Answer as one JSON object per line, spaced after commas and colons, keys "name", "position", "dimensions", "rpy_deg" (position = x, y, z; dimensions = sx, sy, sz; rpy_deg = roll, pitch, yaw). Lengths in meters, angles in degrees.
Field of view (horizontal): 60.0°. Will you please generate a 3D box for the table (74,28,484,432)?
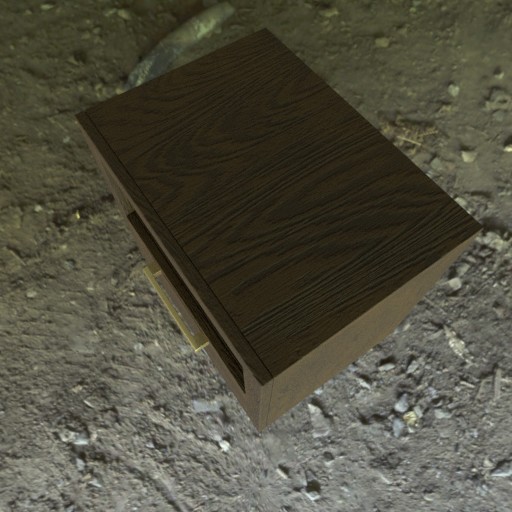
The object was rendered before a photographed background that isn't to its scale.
{"name": "table", "position": [0.000, 0.000, 0.966], "dimensions": [0.439, 0.585, 0.560], "rpy_deg": [-32, 67, -15]}
